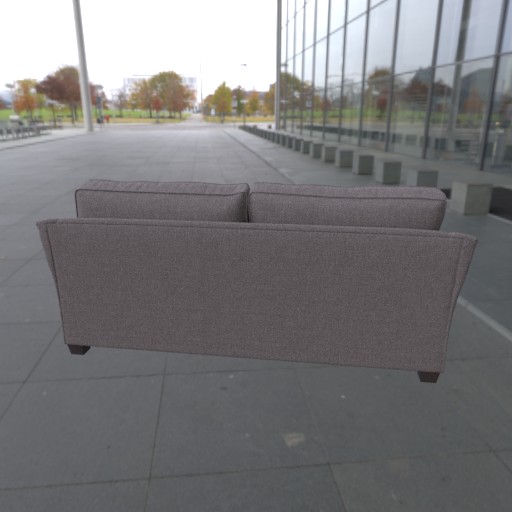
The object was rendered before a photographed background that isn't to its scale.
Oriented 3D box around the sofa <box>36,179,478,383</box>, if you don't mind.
[{"bbox_3d":[0.000,0.000,2.721,2.203,0.976,1.013,3,18,8],"label":"sofa"}]
